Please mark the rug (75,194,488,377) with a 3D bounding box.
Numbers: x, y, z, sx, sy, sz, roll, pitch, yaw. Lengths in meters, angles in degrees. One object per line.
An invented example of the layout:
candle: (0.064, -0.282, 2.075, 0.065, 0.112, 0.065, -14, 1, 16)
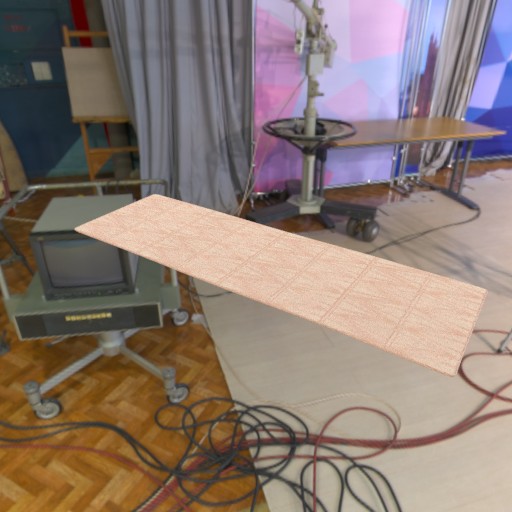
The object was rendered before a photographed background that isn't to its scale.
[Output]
rug: (0.000, 0.000, 2.643, 2.435, 0.015, 0.760, 18, 34, 29)
